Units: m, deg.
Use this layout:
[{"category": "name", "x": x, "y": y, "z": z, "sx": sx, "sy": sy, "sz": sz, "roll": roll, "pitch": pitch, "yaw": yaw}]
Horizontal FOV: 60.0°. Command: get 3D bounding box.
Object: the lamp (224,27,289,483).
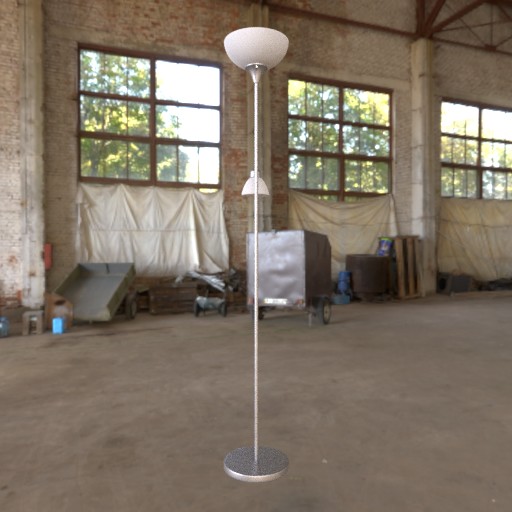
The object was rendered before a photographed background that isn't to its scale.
[{"category": "lamp", "x": 0.000, "y": 0.000, "z": 1.964, "sx": 0.279, "sy": 1.804, "sz": 0.425, "roll": 0, "pitch": 1, "yaw": -1}]
